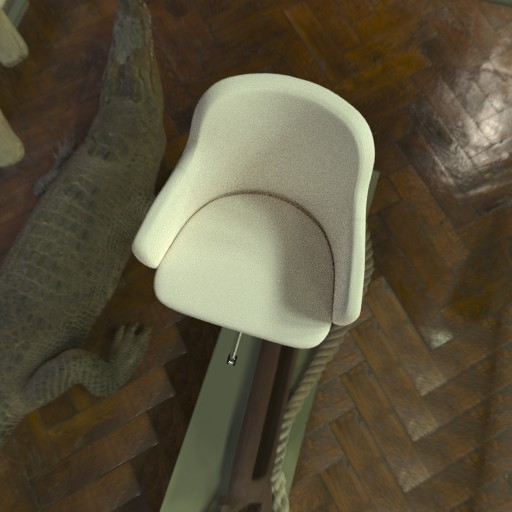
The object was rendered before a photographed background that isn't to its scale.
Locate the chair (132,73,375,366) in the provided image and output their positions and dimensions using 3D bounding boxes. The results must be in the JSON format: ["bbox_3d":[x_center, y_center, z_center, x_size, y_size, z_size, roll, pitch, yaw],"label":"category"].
[{"bbox_3d":[0.000,0.000,1.301,0.602,0.819,0.647,17,77,4],"label":"chair"}]
